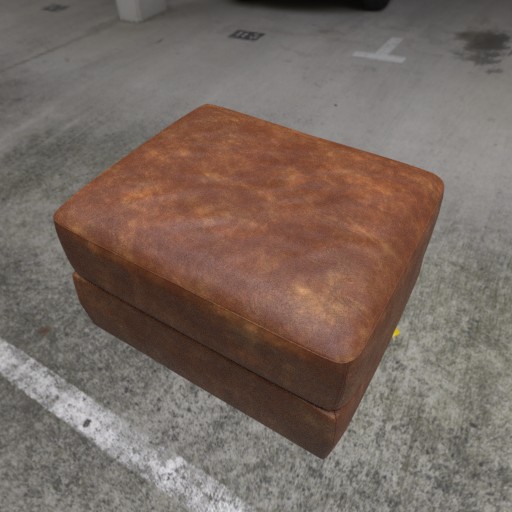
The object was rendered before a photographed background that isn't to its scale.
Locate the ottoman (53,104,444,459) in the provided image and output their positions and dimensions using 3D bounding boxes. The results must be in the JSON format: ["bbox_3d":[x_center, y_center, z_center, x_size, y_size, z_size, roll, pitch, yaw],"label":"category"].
[{"bbox_3d":[0.000,0.000,1.130,0.751,0.476,0.603,24,51,21],"label":"ottoman"}]
